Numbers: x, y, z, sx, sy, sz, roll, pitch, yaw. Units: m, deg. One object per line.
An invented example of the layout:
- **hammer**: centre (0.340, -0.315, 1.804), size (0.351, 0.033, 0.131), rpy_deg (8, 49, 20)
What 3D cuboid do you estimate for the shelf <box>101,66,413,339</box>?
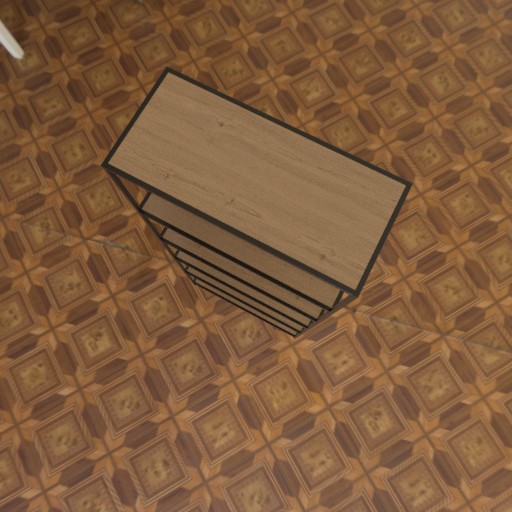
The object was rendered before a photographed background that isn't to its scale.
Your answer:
- **shelf**: centre (0.000, 0.000, 2.094), size (0.770, 1.850, 0.350), rpy_deg (27, 78, 6)
